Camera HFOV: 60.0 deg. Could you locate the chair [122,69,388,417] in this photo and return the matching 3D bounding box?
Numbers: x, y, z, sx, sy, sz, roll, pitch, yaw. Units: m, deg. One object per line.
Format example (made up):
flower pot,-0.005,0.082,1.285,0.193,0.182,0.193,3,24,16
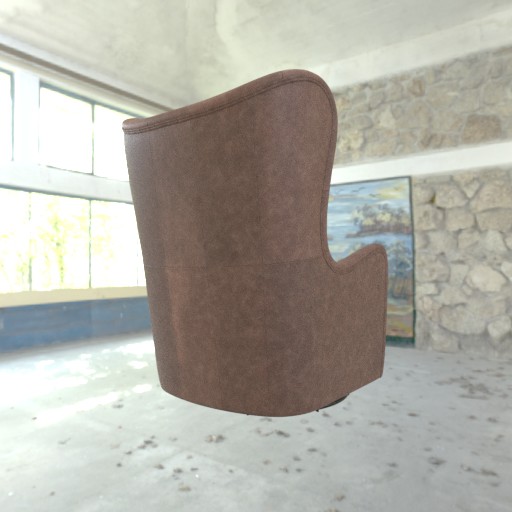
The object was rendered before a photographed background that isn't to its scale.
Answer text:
chair,0.000,0.000,1.743,0.831,1.079,0.930,-1,-1,37
